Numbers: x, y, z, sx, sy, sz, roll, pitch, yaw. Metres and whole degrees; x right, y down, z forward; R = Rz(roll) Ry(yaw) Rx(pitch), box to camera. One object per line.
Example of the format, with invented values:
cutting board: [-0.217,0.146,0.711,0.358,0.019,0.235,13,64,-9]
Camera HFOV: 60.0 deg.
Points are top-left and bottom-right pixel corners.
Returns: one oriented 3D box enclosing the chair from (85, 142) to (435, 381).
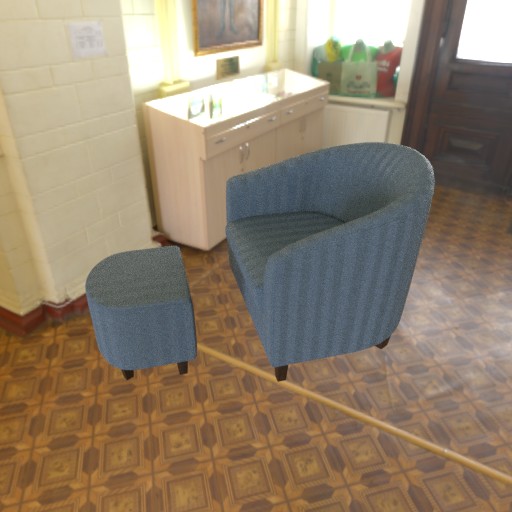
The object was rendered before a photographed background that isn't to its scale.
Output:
chair: [0.000,0.000,1.743,1.288,0.757,0.756,-7,31,-13]
